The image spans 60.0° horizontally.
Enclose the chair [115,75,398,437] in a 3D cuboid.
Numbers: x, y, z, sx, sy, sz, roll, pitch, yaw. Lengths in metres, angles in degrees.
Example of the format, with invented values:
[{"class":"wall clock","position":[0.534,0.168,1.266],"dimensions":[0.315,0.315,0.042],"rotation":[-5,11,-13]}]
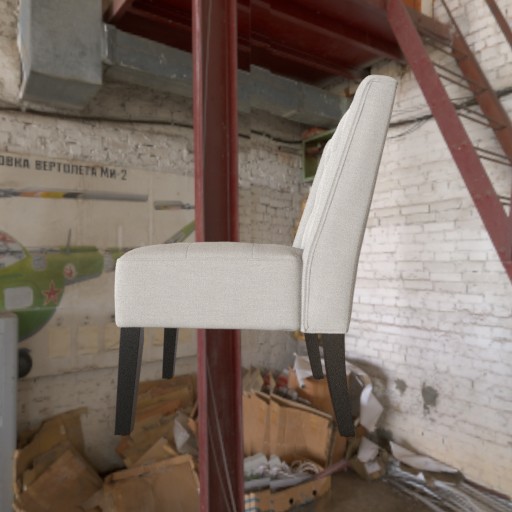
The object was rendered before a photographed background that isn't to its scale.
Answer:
[{"class":"chair","position":[0.000,0.000,1.303],"dimensions":[0.676,0.853,0.569],"rotation":[0,-1,1]}]
